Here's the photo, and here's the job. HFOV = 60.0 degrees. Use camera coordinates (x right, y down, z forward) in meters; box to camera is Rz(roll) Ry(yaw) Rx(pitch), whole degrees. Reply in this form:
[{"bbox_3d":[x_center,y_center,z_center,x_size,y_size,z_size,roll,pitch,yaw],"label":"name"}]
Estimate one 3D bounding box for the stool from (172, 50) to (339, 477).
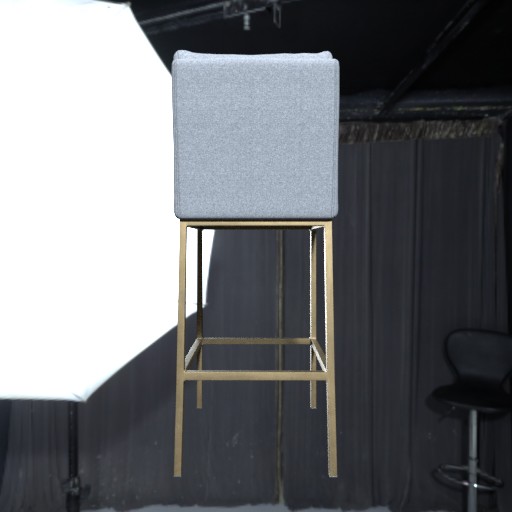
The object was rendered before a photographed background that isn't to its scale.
[{"bbox_3d":[0.000,0.000,1.400,0.463,1.130,0.569,0,0,0],"label":"stool"}]
